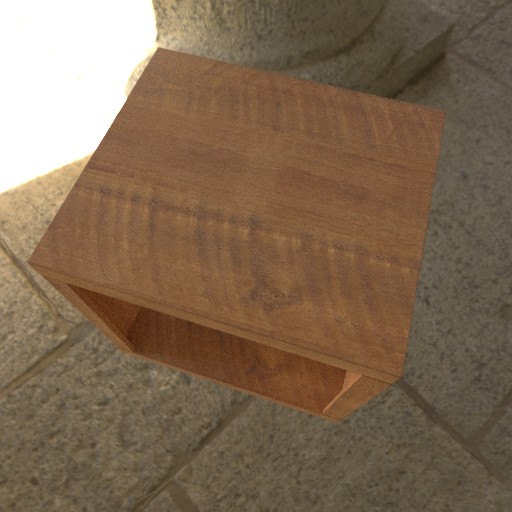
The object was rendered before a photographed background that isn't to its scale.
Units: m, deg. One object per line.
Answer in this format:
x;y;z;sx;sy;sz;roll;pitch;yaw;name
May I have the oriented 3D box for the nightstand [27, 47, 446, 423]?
0.000;0.000;0.856;0.493;0.491;0.436;16;64;8;nightstand
